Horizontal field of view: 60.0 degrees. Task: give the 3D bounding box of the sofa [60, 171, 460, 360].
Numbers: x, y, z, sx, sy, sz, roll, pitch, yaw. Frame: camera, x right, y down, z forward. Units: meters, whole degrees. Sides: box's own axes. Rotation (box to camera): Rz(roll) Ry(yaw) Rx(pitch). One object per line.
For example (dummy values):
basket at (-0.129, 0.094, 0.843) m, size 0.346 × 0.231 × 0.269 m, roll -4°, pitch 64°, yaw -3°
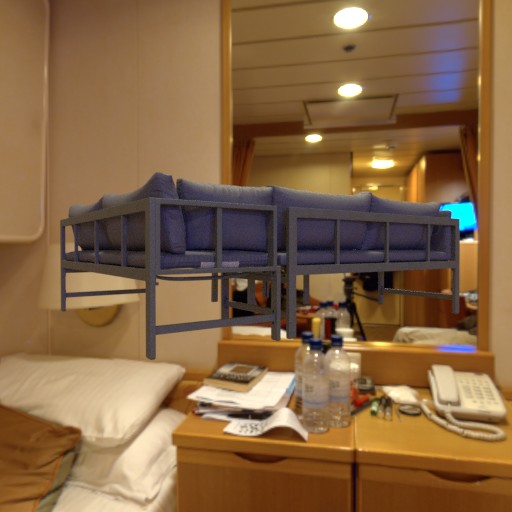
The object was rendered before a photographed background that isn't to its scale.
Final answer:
sofa at (0.000, 0.000, 3.003) m, size 2.149 × 0.762 × 1.658 m, roll -1°, pitch 1°, yaw -35°
